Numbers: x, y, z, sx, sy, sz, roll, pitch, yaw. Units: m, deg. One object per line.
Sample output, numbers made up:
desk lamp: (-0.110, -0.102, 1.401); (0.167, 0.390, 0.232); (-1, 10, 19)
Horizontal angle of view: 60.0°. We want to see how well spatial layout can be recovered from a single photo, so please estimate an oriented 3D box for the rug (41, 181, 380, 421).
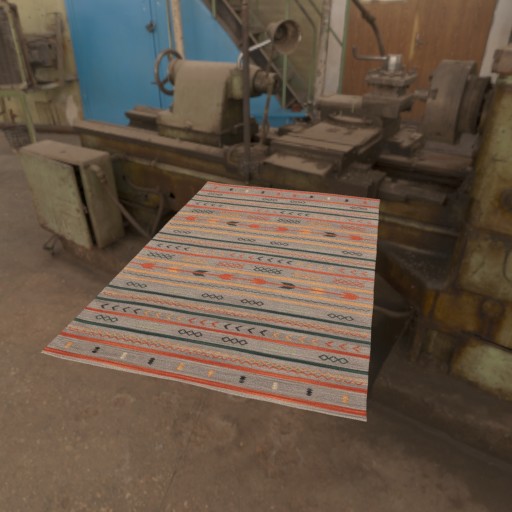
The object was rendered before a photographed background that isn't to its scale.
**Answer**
rug: (0.000, 0.000, 2.316); (1.220, 0.017, 1.835); (8, 32, 13)
